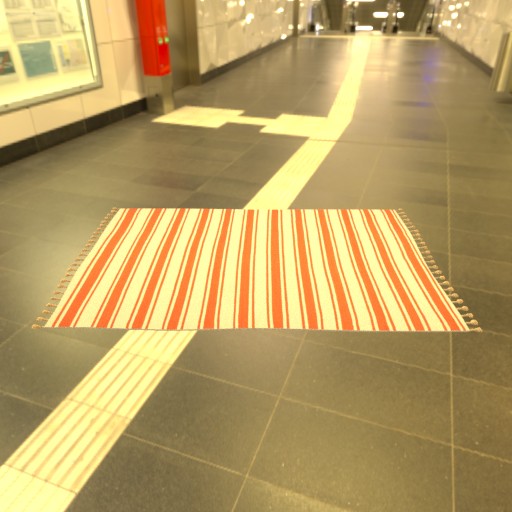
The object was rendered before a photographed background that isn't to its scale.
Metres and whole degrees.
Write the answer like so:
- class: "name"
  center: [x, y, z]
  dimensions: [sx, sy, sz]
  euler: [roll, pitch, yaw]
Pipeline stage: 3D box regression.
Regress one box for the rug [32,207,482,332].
- class: "rug"
  center: [0.000, 0.000, 3.021]
  dimensions: [2.433, 0.022, 1.556]
  euler: [0, 31, 1]
